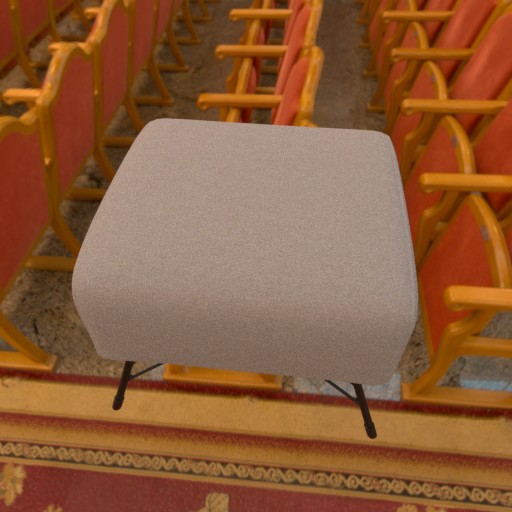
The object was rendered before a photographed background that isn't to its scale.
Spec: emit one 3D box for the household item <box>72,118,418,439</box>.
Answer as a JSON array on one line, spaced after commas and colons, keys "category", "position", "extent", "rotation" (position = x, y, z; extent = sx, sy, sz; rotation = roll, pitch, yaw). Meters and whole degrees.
[{"category": "household item", "position": [0.000, 0.000, 0.902], "extent": [0.530, 0.410, 0.530], "rotation": [5, 48, 4]}]
